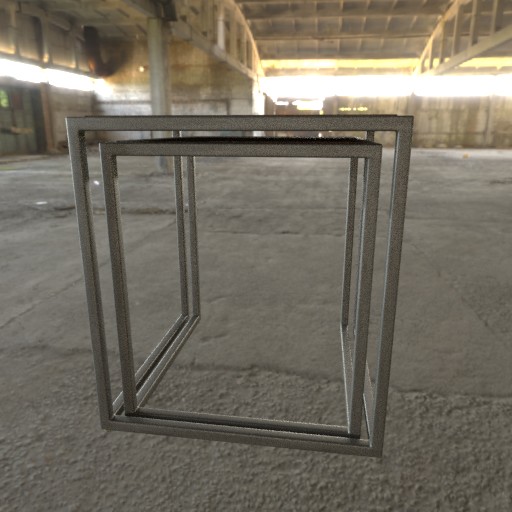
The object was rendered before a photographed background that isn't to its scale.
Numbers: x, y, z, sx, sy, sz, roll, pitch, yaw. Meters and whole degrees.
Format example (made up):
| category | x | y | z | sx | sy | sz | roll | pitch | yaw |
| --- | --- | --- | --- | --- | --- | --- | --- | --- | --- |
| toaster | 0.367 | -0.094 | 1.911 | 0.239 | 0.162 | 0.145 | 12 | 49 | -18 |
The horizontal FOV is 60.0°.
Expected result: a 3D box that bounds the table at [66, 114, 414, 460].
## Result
| category | x | y | z | sx | sy | sz | roll | pitch | yaw |
| --- | --- | --- | --- | --- | --- | --- | --- | --- | --- |
| table | 0.000 | 0.000 | 0.842 | 0.450 | 0.500 | 0.449 | 2 | 16 | 8 |
